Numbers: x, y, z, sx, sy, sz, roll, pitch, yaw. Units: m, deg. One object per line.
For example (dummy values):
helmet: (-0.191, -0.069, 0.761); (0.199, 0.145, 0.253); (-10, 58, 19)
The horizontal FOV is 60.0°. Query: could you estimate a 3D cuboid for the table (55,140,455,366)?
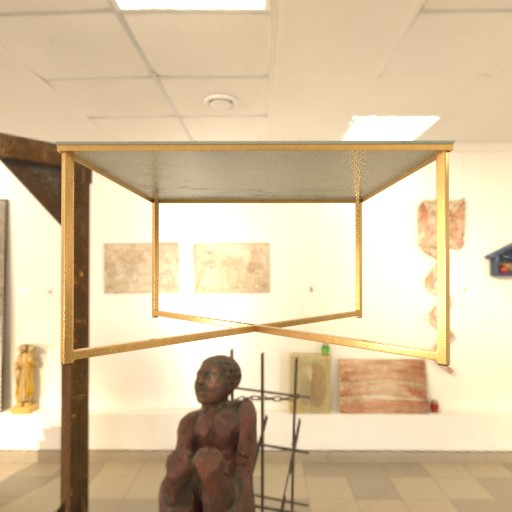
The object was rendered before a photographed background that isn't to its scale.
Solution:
table: (0.000, 0.000, 1.281); (0.800, 0.450, 0.800); (0, -1, 0)
